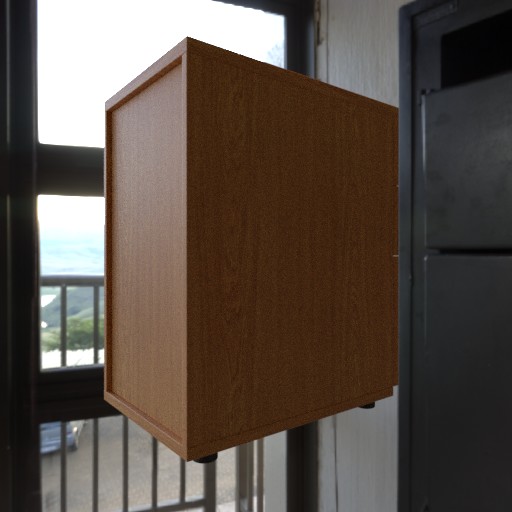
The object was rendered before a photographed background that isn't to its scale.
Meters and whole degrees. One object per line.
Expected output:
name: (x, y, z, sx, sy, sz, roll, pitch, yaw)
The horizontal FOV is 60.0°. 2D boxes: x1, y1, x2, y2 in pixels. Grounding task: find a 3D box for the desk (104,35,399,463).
desk: (0.000, 0.000, 1.075, 0.600, 0.730, 0.404, 0, 0, -38)
